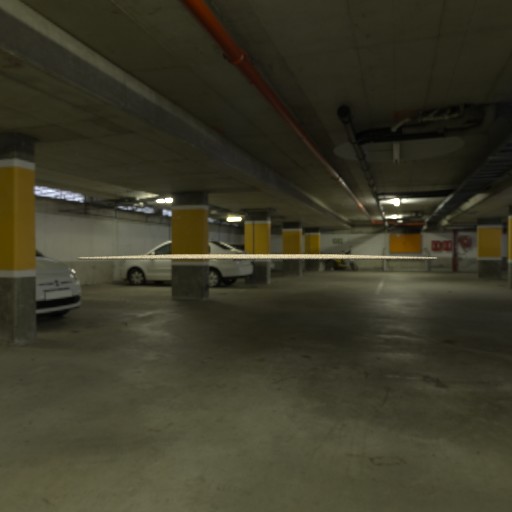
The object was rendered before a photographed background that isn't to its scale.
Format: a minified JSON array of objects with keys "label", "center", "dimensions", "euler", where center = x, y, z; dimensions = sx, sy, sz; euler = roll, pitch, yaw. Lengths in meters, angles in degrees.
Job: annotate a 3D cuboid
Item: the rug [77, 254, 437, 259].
[{"label":"rug","center":[0.000,0.000,3.081],"dimensions":[1.529,0.009,2.446],"euler":[0,0,0]}]
